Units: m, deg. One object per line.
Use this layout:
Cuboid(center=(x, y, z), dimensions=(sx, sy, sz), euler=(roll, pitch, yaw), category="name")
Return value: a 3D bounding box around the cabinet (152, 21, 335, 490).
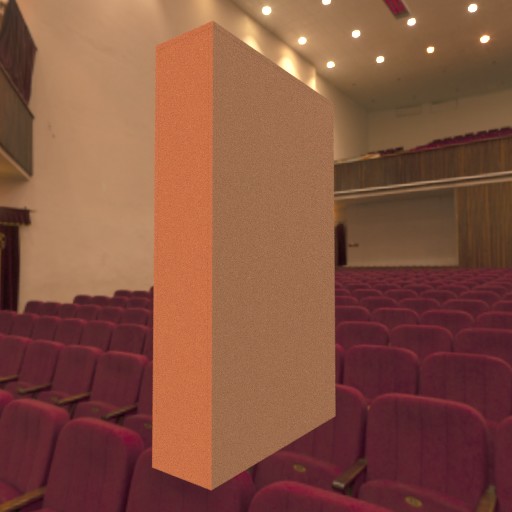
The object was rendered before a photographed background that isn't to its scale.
Cuboid(center=(0.000, 0.000, 1.583), dimensions=(0.250, 1.280, 0.750), euler=(-1, -2, 36), category="cabinet")
